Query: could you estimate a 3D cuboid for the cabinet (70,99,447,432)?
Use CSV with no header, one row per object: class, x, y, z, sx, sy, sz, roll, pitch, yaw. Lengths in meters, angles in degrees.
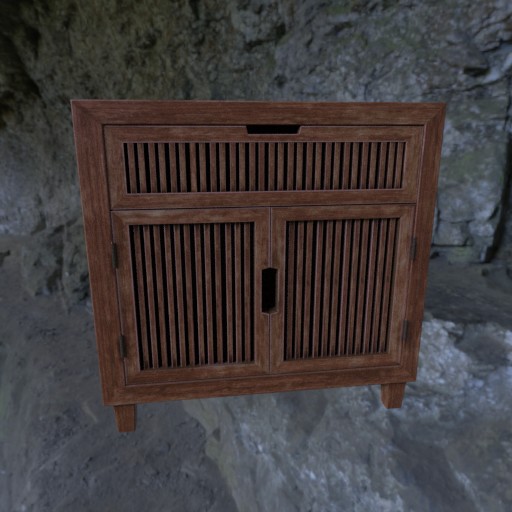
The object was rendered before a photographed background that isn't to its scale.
cabinet,0.000,0.000,1.224,0.796,0.785,0.412,-2,16,-8
